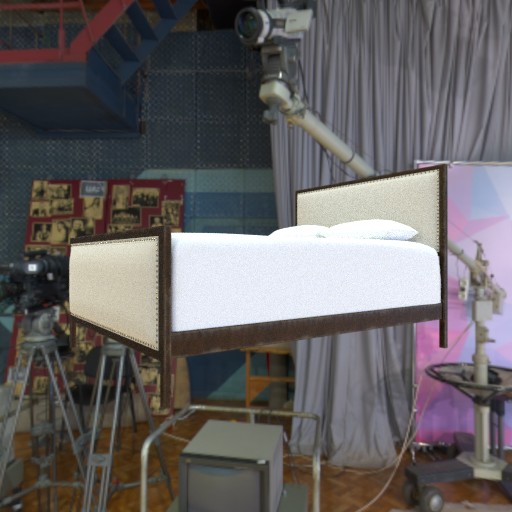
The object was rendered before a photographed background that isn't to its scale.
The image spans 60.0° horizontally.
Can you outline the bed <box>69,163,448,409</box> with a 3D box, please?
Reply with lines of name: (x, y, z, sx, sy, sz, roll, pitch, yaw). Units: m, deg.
bed: (0.000, 0.000, 3.163, 2.221, 1.313, 1.607, 0, 0, -36)
